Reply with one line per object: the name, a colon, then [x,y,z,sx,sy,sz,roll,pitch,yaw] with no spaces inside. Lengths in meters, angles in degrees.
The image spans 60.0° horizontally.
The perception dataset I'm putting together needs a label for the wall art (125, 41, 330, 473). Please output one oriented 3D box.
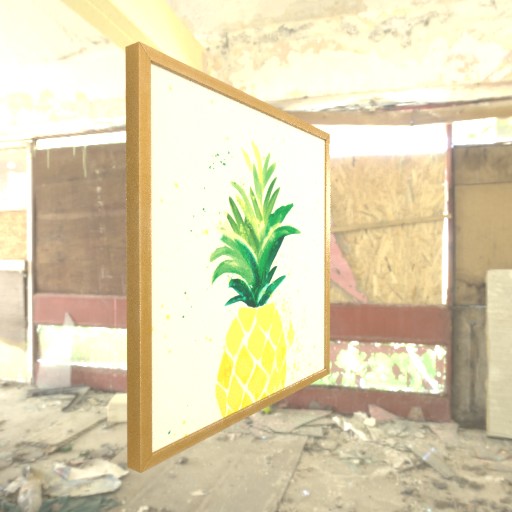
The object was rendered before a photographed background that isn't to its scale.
wall art: [0.000,0.000,1.102,0.037,0.760,0.762,1,1,35]
